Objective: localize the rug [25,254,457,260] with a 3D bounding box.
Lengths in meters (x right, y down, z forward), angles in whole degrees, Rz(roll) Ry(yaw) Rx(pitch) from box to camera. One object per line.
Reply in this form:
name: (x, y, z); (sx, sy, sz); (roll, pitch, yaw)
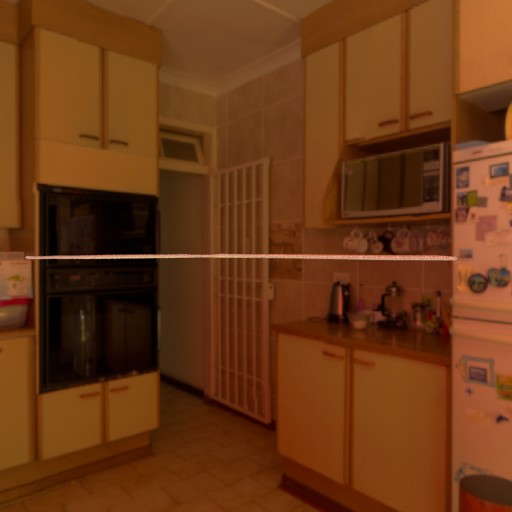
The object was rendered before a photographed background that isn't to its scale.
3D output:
rug: (0.000, 0.000, 2.987); (2.338, 0.030, 1.616); (0, 0, 19)
